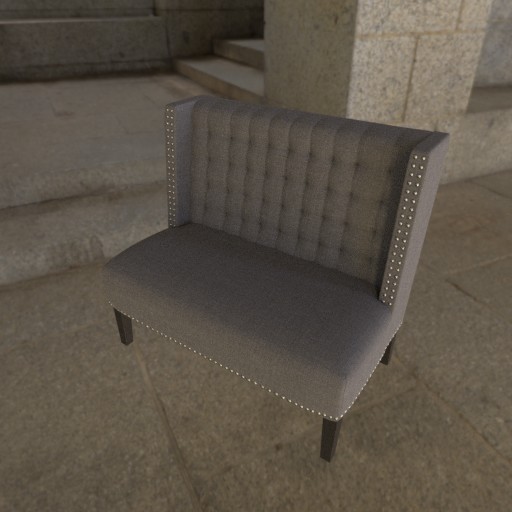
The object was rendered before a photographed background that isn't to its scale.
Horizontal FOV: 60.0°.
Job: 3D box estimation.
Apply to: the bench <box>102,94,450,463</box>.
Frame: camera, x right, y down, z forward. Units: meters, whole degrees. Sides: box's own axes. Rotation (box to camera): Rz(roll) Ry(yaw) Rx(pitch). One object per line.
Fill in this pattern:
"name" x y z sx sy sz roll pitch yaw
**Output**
"bench" 0.000 0.000 2.004 1.276 1.121 0.842 20 37 29
